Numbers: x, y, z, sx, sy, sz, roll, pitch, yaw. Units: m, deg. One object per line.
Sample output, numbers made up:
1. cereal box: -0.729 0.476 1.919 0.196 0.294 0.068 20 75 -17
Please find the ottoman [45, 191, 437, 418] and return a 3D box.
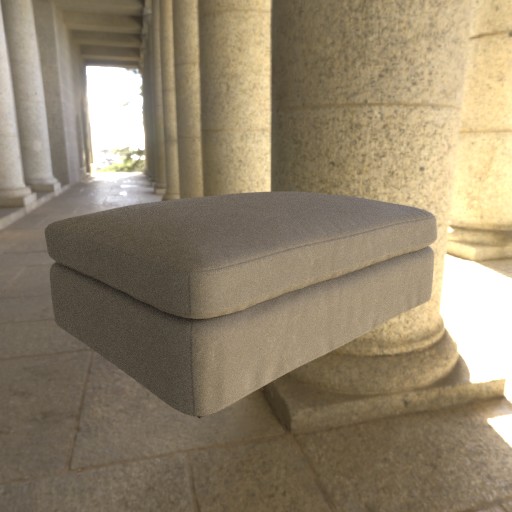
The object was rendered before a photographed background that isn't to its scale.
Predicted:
1. ottoman: 0.000 0.000 1.600 1.199 0.429 0.840 -13 19 -43
